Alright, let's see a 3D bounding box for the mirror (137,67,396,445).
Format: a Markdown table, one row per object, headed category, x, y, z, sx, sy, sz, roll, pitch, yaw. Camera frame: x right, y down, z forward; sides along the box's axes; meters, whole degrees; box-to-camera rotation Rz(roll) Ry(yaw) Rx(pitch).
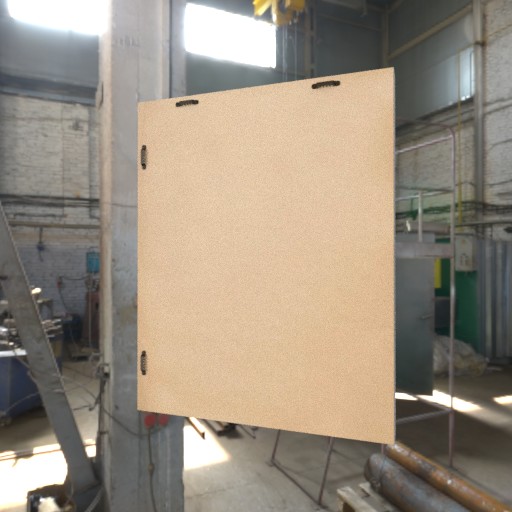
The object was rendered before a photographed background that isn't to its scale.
| category | x | y | z | sx | sy | sz | roll | pitch | yaw |
| --- | --- | --- | --- | --- | --- | --- | --- | --- | --- |
| mirror | 0.000 | 0.000 | 0.678 | 0.405 | 0.508 | 0.041 | 0 | 0 | 20 |
